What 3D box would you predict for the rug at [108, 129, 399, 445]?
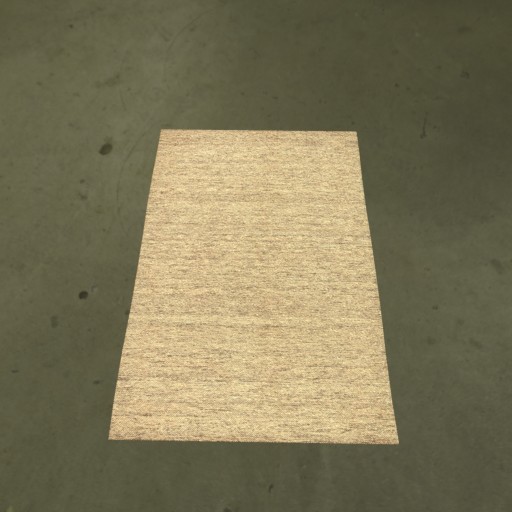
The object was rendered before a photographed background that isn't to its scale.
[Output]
[{"bbox_3d":[0.000,0.000,2.921,1.547,0.013,2.283,1,60,0],"label":"rug"}]
